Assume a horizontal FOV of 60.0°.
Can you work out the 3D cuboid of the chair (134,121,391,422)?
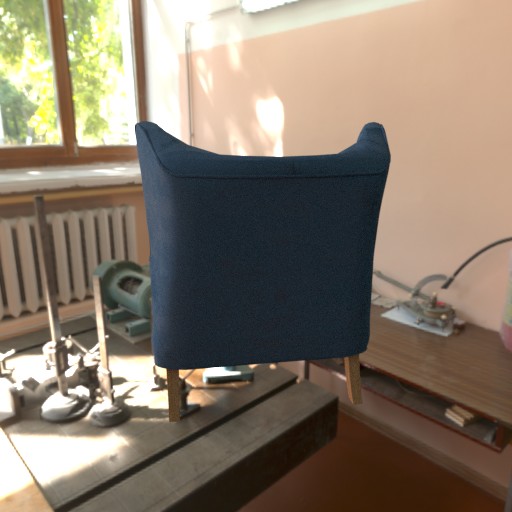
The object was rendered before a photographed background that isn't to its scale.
[{"bbox_3d":[0.000,0.000,1.651,0.793,0.952,0.910,-2,15,-9],"label":"chair"}]
